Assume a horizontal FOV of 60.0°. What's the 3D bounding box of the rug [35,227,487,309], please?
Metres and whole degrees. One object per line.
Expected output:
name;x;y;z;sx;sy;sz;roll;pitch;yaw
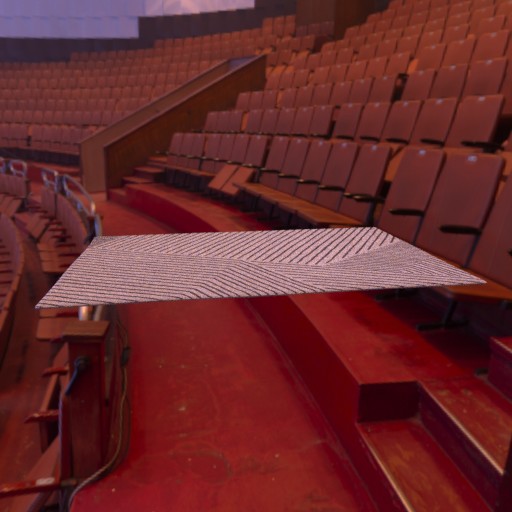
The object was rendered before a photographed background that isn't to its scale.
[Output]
rug;0.000;0.000;3.045;2.406;0.023;1.539;-2;16;-9
